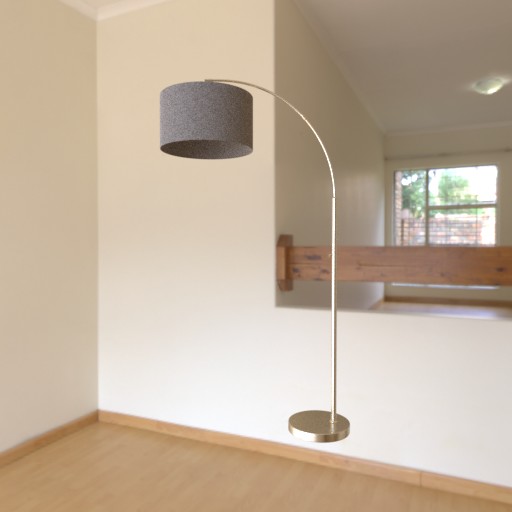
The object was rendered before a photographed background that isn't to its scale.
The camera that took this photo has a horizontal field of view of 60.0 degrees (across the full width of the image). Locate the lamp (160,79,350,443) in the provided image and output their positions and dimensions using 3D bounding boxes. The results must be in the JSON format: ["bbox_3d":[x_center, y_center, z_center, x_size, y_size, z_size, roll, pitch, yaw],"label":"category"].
[{"bbox_3d":[0.000,0.000,2.194,0.934,1.735,0.452,0,1,0],"label":"lamp"}]
